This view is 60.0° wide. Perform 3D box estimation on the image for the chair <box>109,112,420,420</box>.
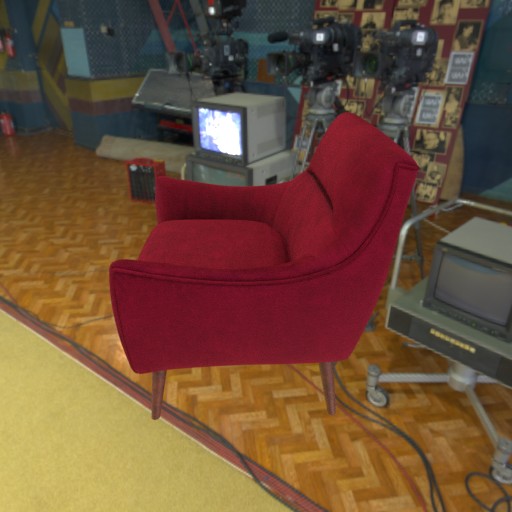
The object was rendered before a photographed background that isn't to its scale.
[{"bbox_3d":[0.000,0.000,1.478,0.787,0.838,0.762,-1,28,-2],"label":"chair"}]
